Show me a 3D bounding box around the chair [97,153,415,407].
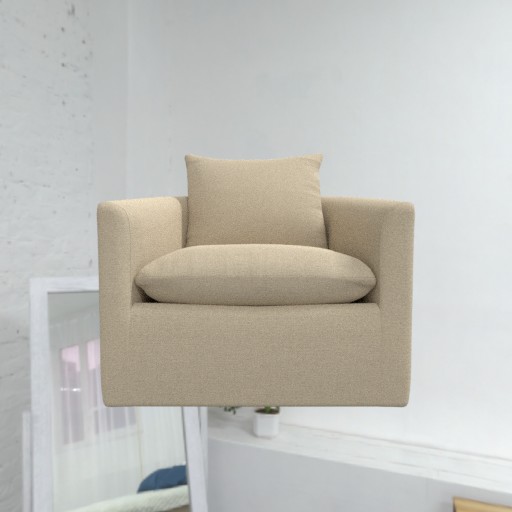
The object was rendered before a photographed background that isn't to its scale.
[{"bbox_3d":[0.000,0.000,1.597,0.845,0.848,0.910,0,1,0],"label":"chair"}]
